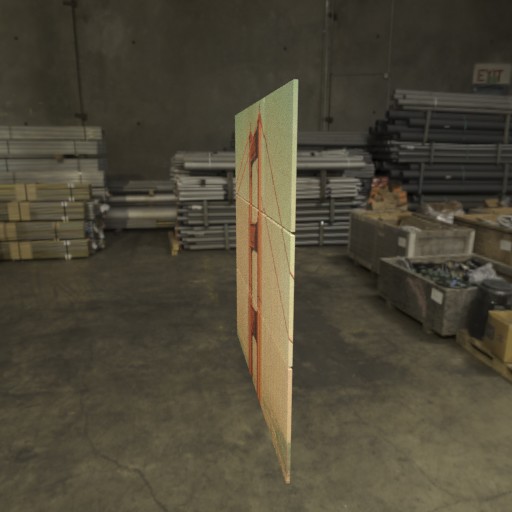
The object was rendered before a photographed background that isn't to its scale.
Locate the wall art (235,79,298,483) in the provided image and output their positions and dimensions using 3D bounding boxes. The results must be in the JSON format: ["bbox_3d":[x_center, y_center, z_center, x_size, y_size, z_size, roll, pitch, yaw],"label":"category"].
[{"bbox_3d":[0.000,0.000,1.866,0.013,1.219,1.214,-2,13,-10],"label":"wall art"}]
